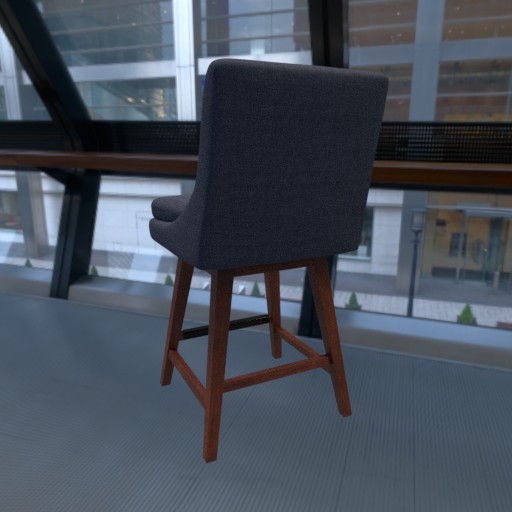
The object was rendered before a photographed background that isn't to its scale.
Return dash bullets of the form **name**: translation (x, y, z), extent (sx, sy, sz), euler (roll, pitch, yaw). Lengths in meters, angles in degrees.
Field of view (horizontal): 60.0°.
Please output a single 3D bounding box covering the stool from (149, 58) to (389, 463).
- **stool**: translation (0.000, 0.000, 1.201), extent (0.467, 0.895, 0.524), euler (-7, 16, -26)
